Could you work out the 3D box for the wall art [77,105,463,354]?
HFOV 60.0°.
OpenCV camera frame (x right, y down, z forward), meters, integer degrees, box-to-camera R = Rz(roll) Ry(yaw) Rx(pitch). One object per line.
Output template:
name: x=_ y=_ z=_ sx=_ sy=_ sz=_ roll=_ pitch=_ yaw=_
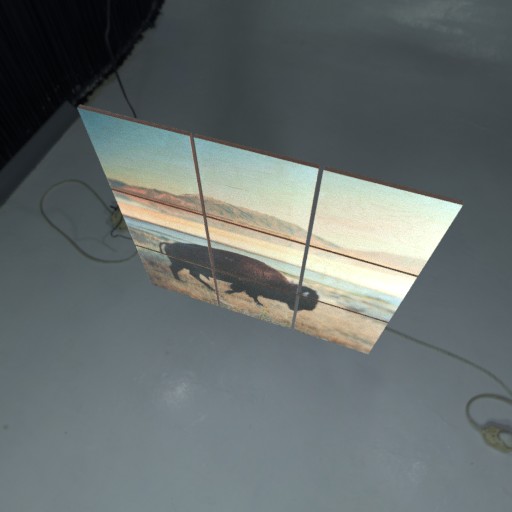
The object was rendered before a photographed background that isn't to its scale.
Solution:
wall art: x=0.000 y=0.000 z=1.378 sx=0.906 sy=0.904 sz=0.018 roll=16 pitch=60 yaw=10
